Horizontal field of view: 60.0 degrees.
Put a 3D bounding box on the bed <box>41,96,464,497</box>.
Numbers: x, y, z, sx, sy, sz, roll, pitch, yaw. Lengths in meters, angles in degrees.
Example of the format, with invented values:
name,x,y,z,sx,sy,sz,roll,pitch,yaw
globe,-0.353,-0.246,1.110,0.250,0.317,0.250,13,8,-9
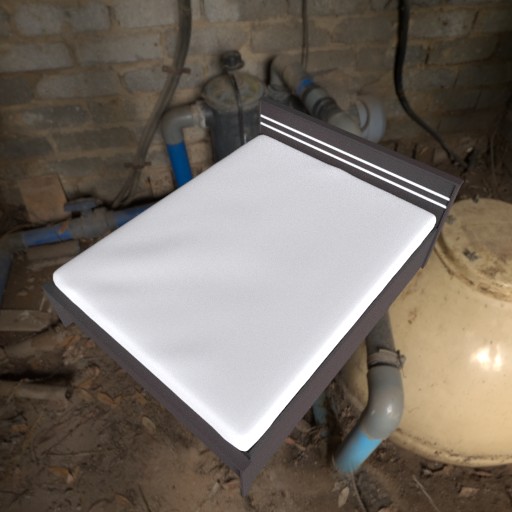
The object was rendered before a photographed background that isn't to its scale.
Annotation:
name,x,y,z,sx,sy,sz,roll,pitch,yaw
bed,0.000,0.000,2.892,1.634,0.808,2.103,32,55,26
